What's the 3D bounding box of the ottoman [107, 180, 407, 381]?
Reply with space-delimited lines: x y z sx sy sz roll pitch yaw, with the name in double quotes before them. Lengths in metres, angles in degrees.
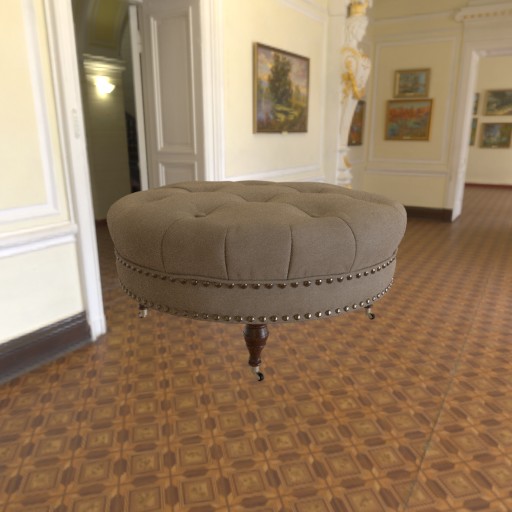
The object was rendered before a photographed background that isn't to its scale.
"ottoman" 0.000 0.000 1.419 0.901 0.439 0.901 0 16 0
